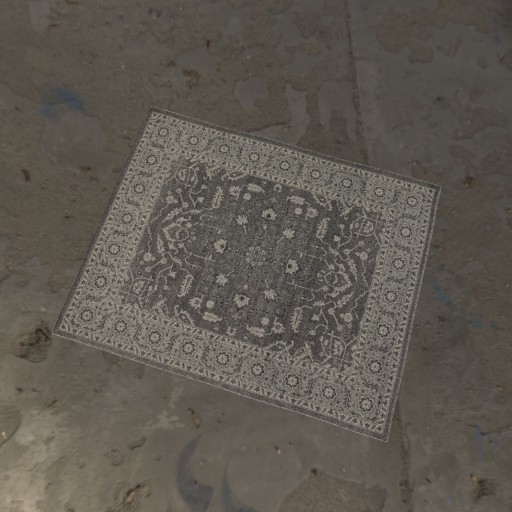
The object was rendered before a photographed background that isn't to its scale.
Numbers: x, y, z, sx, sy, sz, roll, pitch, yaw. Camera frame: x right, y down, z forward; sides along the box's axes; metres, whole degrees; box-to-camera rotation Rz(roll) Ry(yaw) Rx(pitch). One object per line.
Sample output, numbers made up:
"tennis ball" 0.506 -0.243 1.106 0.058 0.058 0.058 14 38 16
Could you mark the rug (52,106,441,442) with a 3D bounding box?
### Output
"rug" 0.000 0.000 4.155 3.069 0.026 2.451 17 75 5
